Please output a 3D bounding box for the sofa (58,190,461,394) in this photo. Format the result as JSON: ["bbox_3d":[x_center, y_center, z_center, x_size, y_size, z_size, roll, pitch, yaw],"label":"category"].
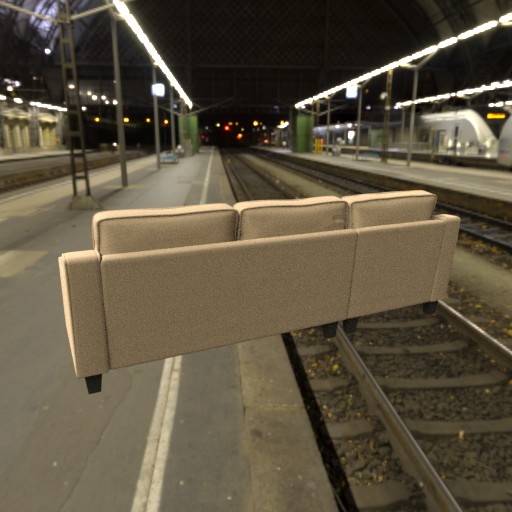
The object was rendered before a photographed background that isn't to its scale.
[{"bbox_3d":[0.000,0.000,3.160,2.561,0.928,1.294,-7,16,-25],"label":"sofa"}]
